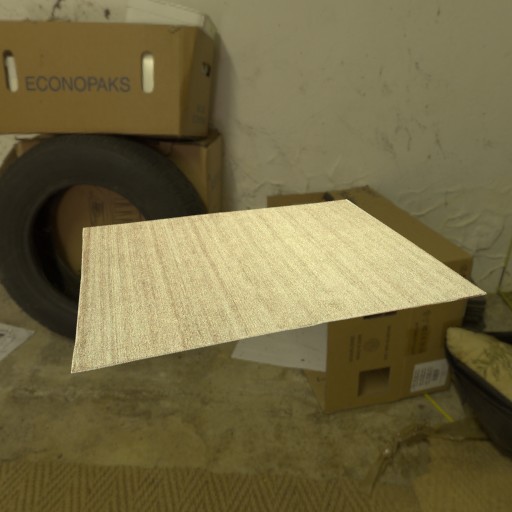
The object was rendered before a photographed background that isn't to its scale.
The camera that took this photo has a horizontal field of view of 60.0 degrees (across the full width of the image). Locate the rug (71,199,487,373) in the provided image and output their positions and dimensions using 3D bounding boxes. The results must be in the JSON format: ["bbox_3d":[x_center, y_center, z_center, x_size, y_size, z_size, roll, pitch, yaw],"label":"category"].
[{"bbox_3d":[0.000,0.000,4.220,3.202,0.045,2.434,-8,27,-15],"label":"rug"}]
